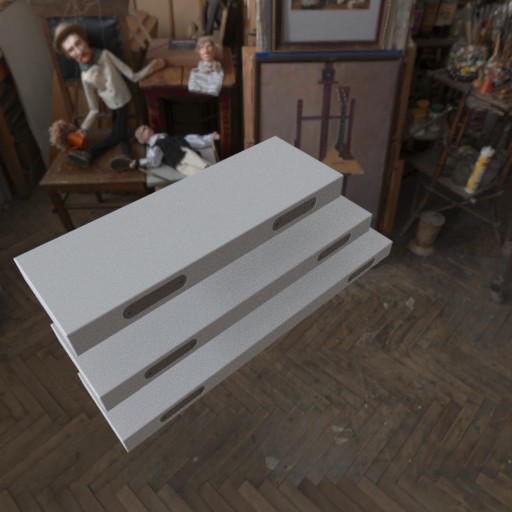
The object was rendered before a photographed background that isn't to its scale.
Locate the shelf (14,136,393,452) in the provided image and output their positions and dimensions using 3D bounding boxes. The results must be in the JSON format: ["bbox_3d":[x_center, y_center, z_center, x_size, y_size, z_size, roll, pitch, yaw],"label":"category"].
[{"bbox_3d":[0.000,0.000,0.711,0.610,0.293,0.140,-32,53,-27],"label":"shelf"}]
